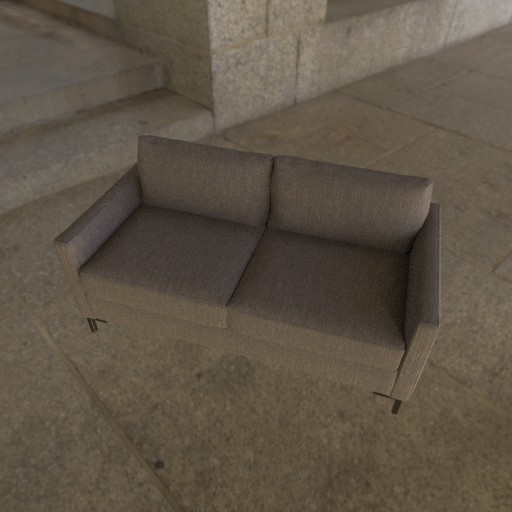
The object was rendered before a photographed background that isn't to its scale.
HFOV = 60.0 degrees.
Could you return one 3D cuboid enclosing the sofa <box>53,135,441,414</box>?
[{"bbox_3d":[0.000,0.000,2.210,1.682,0.840,0.875,12,42,13],"label":"sofa"}]
